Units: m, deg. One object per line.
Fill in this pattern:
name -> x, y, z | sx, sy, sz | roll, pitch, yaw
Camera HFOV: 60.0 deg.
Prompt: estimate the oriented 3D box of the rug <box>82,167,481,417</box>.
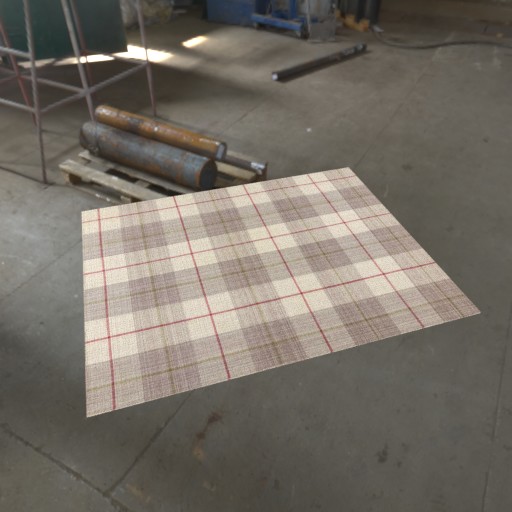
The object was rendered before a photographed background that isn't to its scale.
rug -> 0.000, 0.000, 3.967 | 2.959, 0.016, 2.317 | -12, 43, -13
